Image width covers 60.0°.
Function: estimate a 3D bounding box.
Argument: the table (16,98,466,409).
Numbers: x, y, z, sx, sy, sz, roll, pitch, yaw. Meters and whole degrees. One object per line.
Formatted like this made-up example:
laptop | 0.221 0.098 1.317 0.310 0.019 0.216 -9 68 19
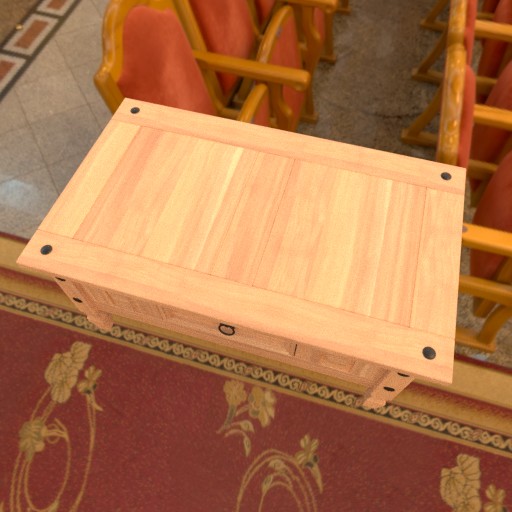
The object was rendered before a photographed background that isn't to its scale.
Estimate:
table | 0.000 0.000 1.297 1.000 0.437 0.600 14 60 8
